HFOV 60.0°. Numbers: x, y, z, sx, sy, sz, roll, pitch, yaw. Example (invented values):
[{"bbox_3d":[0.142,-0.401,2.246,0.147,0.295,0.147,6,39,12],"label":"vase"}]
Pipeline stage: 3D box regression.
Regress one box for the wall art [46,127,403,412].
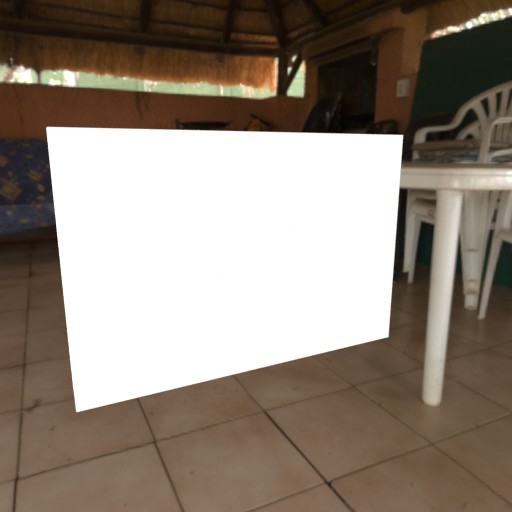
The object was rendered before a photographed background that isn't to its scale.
[{"bbox_3d":[0.000,0.000,1.114,0.898,0.601,0.038,-7,15,-26],"label":"wall art"}]
